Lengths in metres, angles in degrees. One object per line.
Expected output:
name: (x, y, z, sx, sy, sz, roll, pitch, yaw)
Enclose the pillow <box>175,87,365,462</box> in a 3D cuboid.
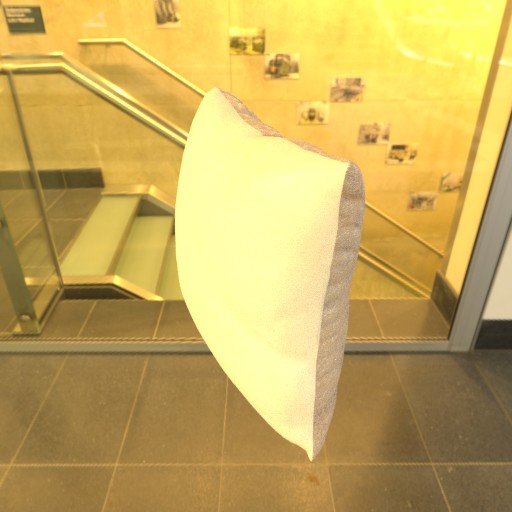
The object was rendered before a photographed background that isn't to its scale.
pillow: (0.000, 0.000, 0.712, 0.245, 0.448, 0.450, -10, 32, -17)
